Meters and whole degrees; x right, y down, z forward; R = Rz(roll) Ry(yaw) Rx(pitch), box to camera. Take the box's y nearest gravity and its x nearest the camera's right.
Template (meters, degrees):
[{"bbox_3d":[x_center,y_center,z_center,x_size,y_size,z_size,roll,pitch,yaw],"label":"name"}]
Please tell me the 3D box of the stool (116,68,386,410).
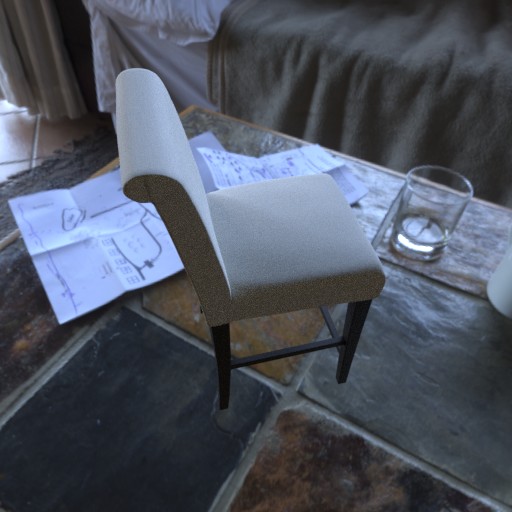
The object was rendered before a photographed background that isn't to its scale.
[{"bbox_3d":[0.000,0.000,1.302,0.597,0.976,0.452,-10,47,-9],"label":"stool"}]
